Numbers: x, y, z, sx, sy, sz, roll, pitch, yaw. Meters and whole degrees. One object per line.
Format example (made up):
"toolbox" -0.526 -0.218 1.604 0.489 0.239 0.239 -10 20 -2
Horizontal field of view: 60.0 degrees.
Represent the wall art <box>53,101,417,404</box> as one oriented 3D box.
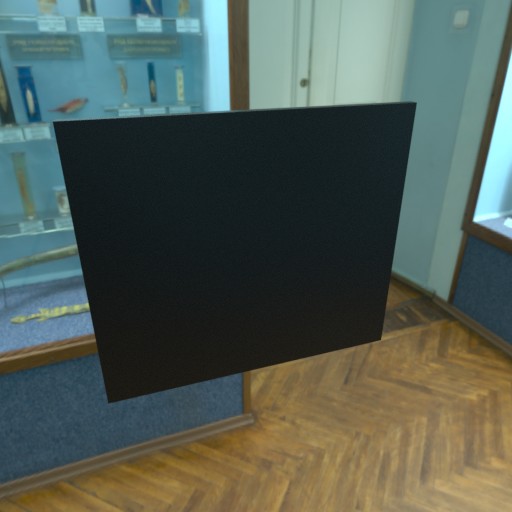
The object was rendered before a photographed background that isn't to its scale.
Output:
"wall art" 0.000 0.000 0.524 0.383 0.332 0.012 -9 27 -17
